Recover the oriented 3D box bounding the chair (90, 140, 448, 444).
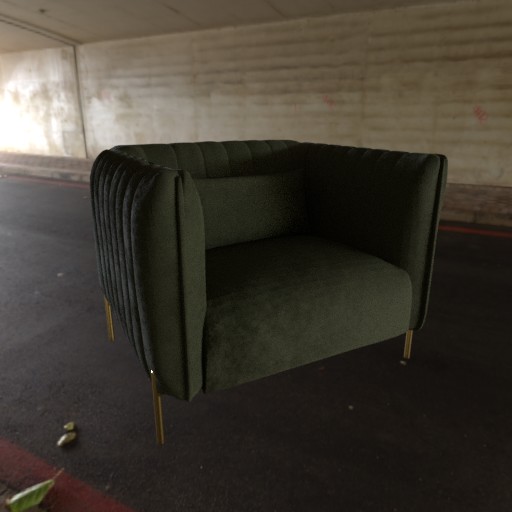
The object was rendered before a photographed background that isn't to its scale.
[{"bbox_3d":[0.000,0.000,1.648,1.032,0.794,0.877,-10,20,-27],"label":"chair"}]
